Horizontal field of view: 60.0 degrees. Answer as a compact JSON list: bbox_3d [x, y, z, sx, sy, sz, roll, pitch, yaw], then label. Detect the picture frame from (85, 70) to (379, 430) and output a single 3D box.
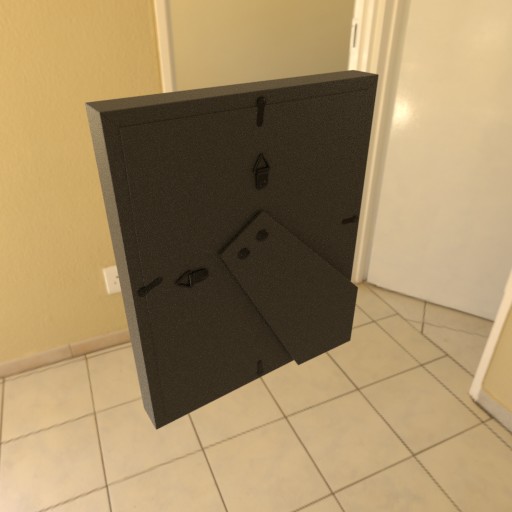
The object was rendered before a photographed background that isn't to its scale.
[{"bbox_3d":[0.000,0.000,0.394,0.232,0.284,0.042,-19,36,-28],"label":"picture frame"}]
